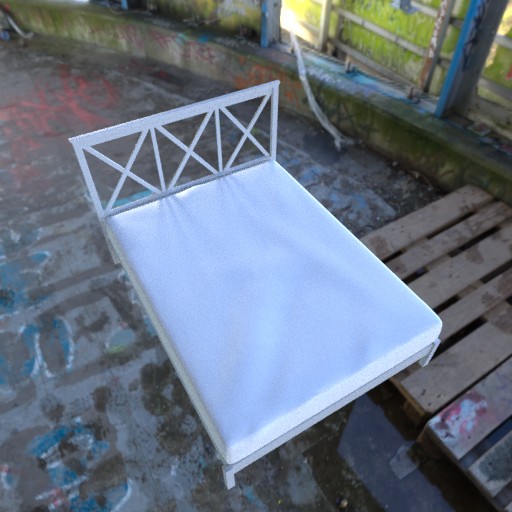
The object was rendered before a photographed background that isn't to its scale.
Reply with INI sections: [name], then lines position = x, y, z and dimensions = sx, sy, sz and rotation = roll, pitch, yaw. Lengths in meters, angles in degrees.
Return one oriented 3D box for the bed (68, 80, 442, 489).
[bed]
position = 0.000, 0.000, 3.105
dimensions = 1.673, 1.253, 2.135
rotation = -24, 52, -20
